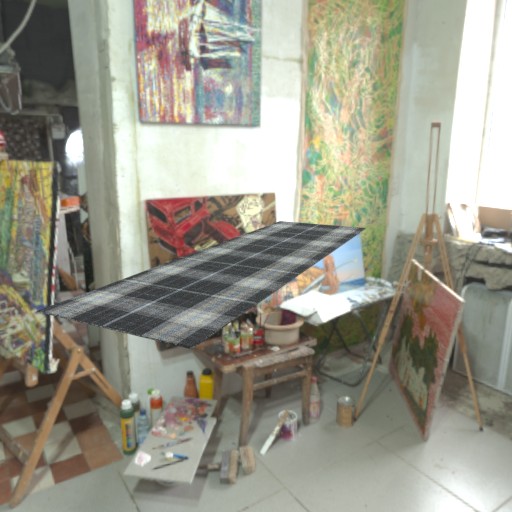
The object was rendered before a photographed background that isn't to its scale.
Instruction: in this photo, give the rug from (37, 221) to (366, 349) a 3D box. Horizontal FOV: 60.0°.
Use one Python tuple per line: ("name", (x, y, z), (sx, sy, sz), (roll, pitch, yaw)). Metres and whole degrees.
("rug", (0.000, 0.000, 2.677), (0.760, 0.012, 2.434), (7, 16, 26))
